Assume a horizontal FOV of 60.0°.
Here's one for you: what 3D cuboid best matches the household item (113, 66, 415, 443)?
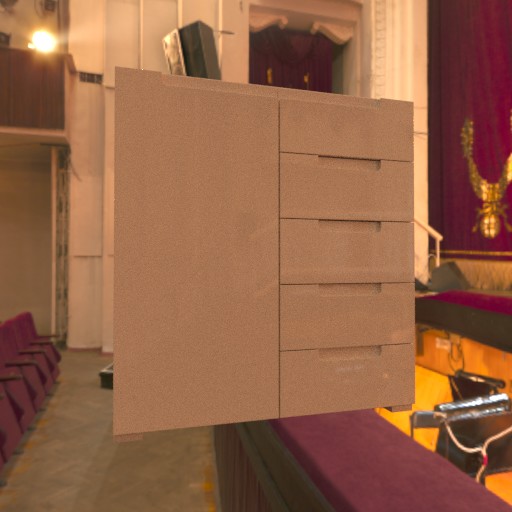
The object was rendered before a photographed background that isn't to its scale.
[{"bbox_3d":[0.000,0.000,1.327,0.800,0.870,0.420,0,-1,-16],"label":"household item"}]
